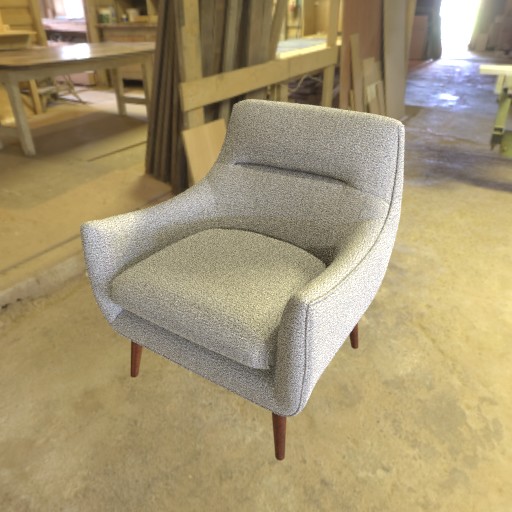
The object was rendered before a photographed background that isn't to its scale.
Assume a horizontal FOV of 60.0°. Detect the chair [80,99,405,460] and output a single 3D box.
[{"bbox_3d":[0.000,0.000,1.441,0.762,0.838,0.787,18,34,28],"label":"chair"}]
